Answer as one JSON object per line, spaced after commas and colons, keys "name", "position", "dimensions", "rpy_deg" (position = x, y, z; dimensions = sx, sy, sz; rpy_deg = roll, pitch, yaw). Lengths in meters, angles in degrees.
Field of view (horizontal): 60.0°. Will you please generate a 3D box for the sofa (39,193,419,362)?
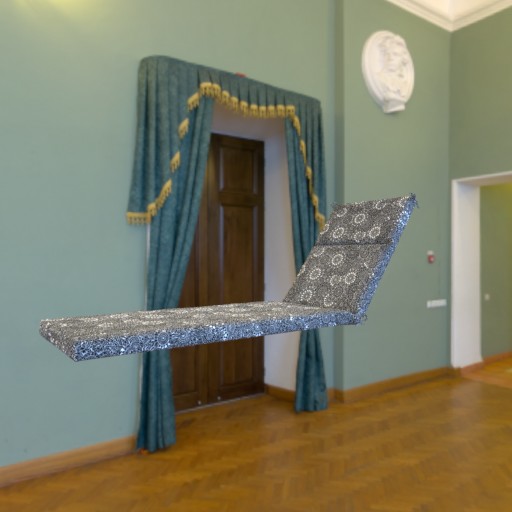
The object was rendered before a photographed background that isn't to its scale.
{"name": "sofa", "position": [0.000, 0.000, 1.953], "dimensions": [1.663, 0.622, 0.582], "rpy_deg": [0, 0, -36]}
